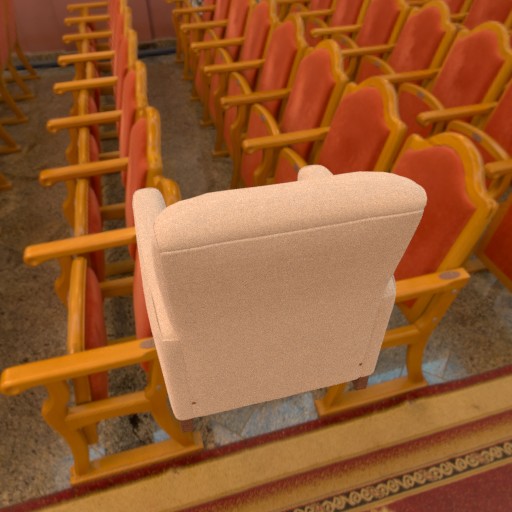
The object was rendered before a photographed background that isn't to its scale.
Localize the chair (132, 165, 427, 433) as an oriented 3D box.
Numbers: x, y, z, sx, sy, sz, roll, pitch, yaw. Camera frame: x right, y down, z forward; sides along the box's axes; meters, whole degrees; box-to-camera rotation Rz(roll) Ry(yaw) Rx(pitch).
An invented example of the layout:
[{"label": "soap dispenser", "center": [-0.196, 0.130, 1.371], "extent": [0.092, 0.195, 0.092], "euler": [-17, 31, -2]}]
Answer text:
[{"label": "chair", "center": [0.000, 0.000, 1.642], "extent": [0.841, 1.023, 0.858], "euler": [-10, 42, -11]}]
